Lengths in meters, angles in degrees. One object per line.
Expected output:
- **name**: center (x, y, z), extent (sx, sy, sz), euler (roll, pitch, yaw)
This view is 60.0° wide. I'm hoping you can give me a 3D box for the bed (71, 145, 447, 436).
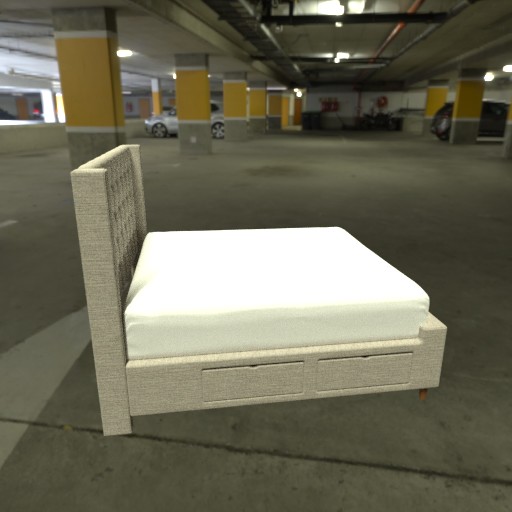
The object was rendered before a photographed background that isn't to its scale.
- **bed**: center (0.000, 0.000, 3.772), extent (2.372, 1.748, 2.044), euler (-3, 18, -8)
